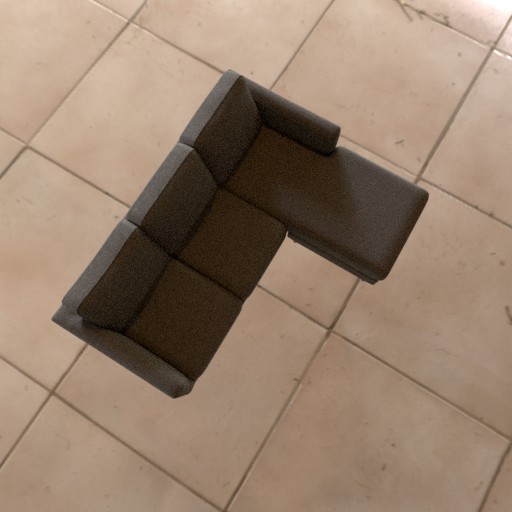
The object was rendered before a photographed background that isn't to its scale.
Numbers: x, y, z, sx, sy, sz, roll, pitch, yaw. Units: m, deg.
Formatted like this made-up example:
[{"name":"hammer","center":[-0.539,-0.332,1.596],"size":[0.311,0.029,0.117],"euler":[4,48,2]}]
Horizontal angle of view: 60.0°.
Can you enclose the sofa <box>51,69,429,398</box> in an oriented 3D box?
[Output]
[{"name":"sofa","center":[0.000,0.000,2.994],"size":[1.667,0.957,2.055],"euler":[30,78,7]}]
